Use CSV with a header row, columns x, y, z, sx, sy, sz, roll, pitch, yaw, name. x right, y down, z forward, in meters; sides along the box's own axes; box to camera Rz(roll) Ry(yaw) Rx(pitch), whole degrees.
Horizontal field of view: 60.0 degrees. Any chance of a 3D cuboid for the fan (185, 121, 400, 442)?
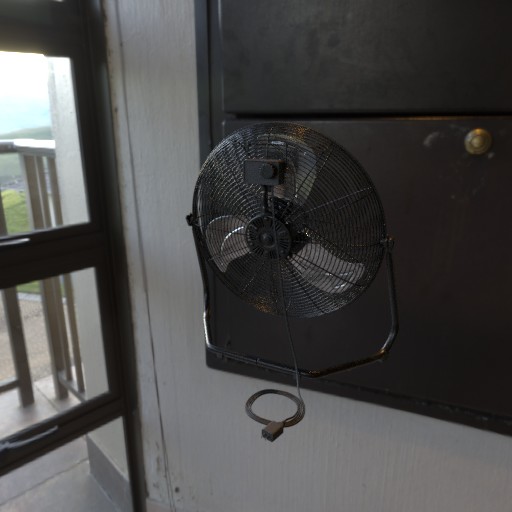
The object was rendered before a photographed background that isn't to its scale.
x,y,z,sx,sy,sz,roll,pitch,yaw,name
0.000,0.000,0.941,0.555,0.546,0.424,9,19,26,fan
